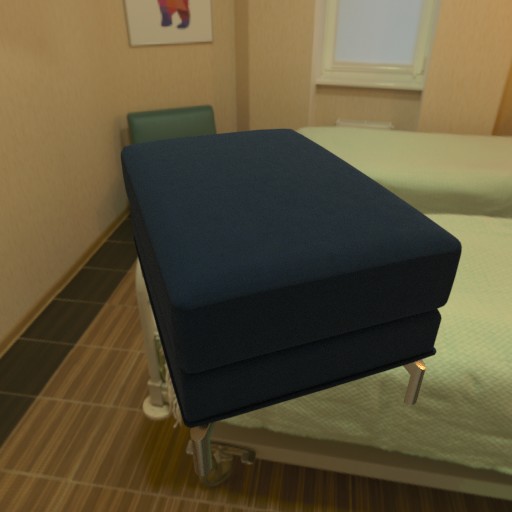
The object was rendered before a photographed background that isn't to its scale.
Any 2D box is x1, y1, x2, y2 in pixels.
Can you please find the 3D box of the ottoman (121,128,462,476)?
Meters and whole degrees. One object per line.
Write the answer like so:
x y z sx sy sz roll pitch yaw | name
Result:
0.000 0.000 1.199 0.587 0.498 0.835 -11 33 -17 | ottoman
